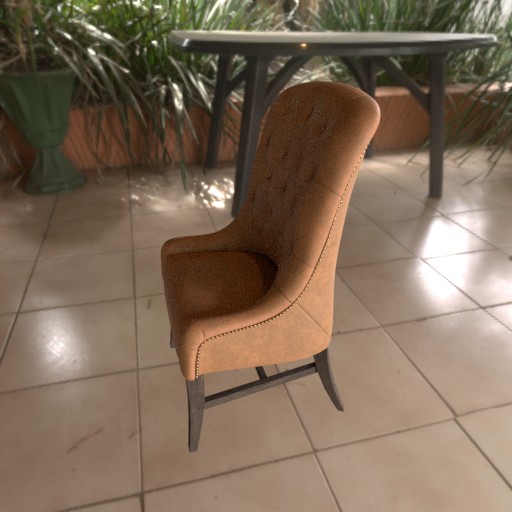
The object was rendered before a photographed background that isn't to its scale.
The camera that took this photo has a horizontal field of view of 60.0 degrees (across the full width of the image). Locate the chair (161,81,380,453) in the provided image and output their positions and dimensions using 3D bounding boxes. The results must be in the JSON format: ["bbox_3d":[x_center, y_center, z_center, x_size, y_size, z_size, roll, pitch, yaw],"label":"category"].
[{"bbox_3d":[0.000,0.000,1.524,0.629,1.091,0.634,-8,29,-14],"label":"chair"}]
